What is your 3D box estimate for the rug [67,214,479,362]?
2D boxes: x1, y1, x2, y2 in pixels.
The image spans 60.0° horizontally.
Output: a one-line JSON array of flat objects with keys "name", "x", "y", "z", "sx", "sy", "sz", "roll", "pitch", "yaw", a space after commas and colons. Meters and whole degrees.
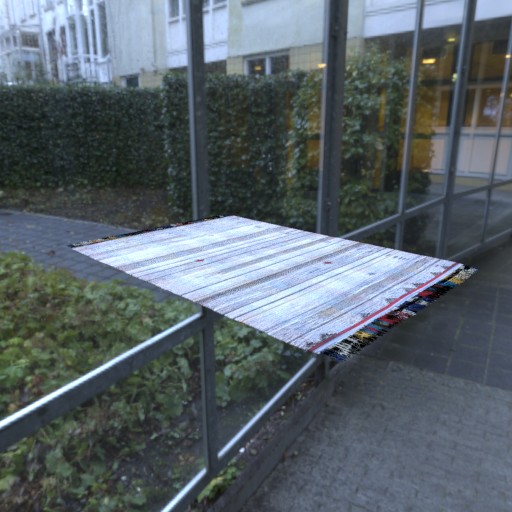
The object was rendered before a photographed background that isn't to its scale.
[{"name": "rug", "x": 0.000, "y": 0.000, "z": 2.291, "sx": 1.848, "sy": 0.012, "sz": 1.217, "roll": 16, "pitch": 23, "yaw": 42}]
